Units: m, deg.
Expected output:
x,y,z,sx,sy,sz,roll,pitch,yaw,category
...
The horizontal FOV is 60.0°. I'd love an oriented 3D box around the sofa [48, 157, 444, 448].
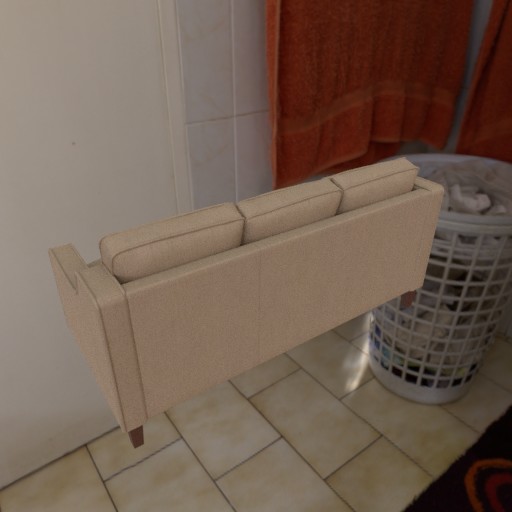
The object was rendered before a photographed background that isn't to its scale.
x,y,z,sx,sy,sz,roll,pitch,yaw,category
0.000,0.000,2.510,1.986,0.974,0.911,-19,35,-30,sofa
